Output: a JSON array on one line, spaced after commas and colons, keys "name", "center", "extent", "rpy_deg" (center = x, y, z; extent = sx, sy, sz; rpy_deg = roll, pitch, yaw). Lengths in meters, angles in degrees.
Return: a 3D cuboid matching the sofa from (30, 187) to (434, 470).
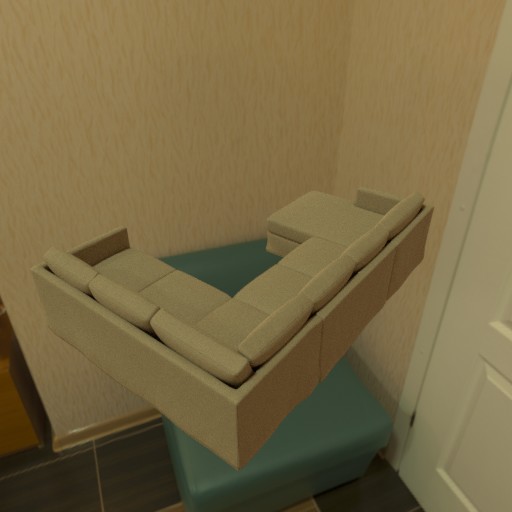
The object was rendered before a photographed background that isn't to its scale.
[{"name": "sofa", "center": [0.000, 0.000, 4.595], "extent": [2.476, 0.878, 3.528], "rpy_deg": [23, 39, 31]}]
